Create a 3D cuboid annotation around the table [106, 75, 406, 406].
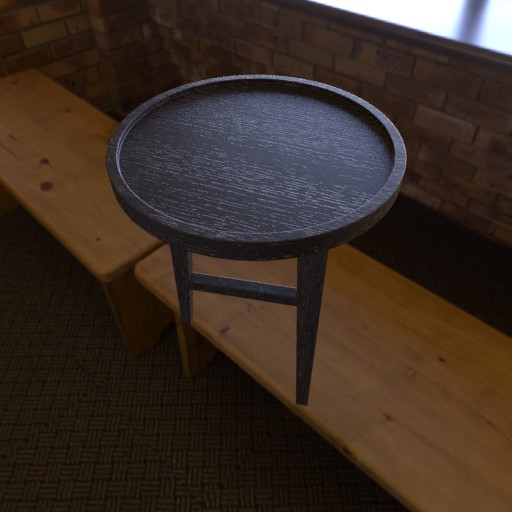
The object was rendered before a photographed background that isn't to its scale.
[{"bbox_3d":[0.000,0.000,0.770,0.399,0.460,0.399,0,46,0],"label":"table"}]
